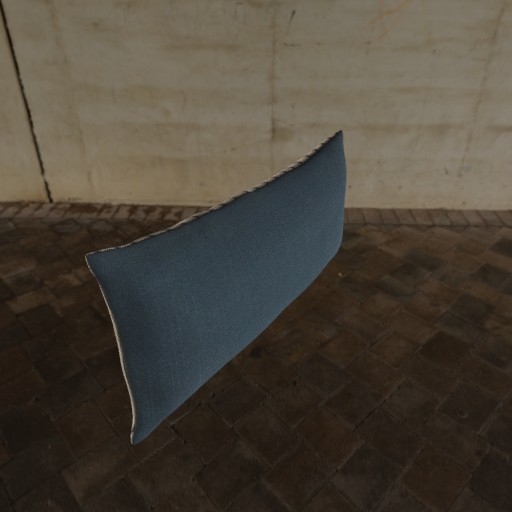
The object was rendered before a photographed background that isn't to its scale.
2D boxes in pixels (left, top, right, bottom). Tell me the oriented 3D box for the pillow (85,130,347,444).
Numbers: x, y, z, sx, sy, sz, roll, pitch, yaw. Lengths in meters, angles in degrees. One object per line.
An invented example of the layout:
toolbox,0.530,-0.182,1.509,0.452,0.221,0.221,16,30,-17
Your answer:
pillow,0.000,0.000,0.743,0.151,0.305,0.609,20,37,29
